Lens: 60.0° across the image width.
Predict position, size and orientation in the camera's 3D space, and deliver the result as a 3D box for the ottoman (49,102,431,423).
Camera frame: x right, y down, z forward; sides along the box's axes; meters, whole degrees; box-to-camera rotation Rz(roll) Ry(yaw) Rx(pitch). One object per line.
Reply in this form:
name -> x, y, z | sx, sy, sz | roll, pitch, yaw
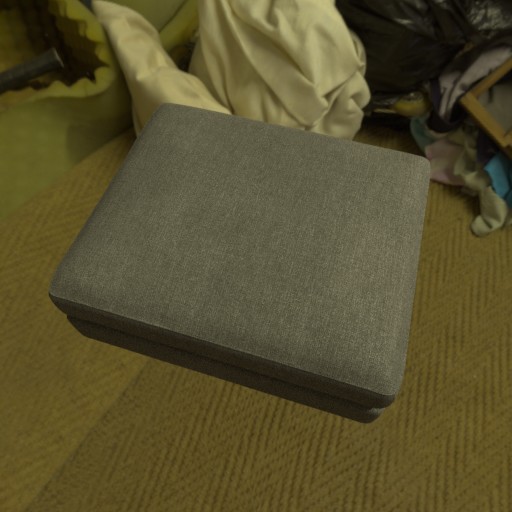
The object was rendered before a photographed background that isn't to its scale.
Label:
ottoman -> 0.000, 0.000, 1.263 | 0.821, 0.474, 0.693 | 15, 60, 9
